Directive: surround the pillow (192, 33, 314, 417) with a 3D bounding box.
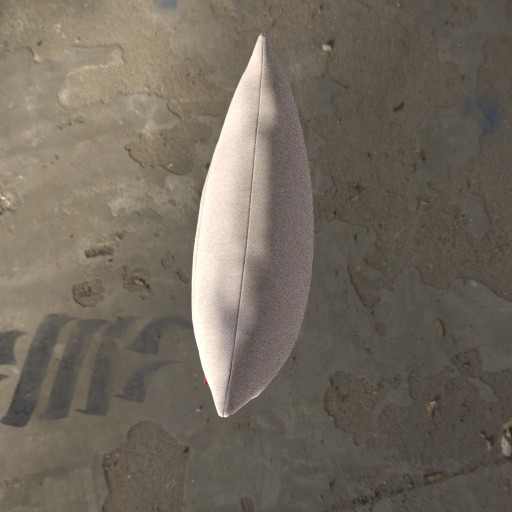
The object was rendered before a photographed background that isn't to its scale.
[{"bbox_3d":[0.000,0.000,0.679,0.173,0.436,0.433,5,75,1],"label":"pillow"}]
